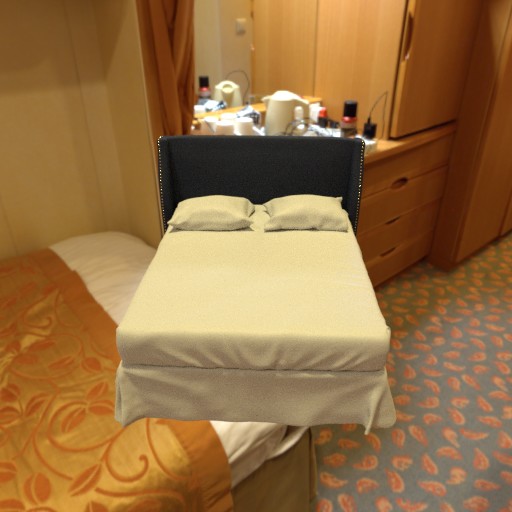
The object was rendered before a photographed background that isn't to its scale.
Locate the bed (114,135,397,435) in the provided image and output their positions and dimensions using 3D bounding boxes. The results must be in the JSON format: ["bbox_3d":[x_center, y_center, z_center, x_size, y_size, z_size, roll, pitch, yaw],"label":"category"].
[{"bbox_3d":[0.000,0.000,3.479,1.925,1.332,2.276,1,29,2],"label":"bed"}]
